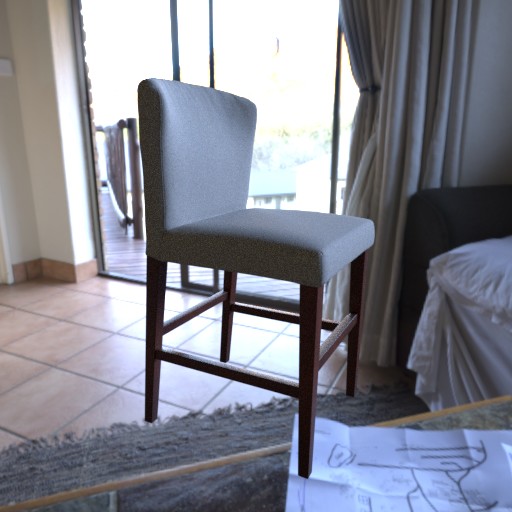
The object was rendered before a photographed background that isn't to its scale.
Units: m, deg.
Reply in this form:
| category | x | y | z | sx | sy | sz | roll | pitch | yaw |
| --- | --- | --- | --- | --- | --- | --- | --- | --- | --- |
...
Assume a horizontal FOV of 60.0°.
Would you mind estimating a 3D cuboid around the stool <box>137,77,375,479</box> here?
| category | x | y | z | sx | sy | sz | roll | pitch | yaw |
| --- | --- | --- | --- | --- | --- | --- | --- | --- | --- |
| stool | 0.000 | 0.000 | 1.263 | 0.568 | 0.968 | 0.479 | 7 | 16 | 27 |
